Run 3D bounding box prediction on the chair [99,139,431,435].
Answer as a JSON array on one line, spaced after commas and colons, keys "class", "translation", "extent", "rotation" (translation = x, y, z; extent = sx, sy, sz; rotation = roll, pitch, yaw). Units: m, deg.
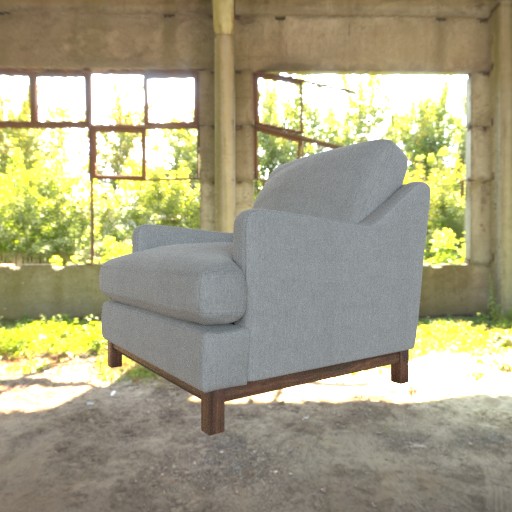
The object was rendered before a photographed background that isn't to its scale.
[{"class": "chair", "translation": [0.000, 0.000, 1.563], "extent": [0.892, 0.821, 0.826], "rotation": [0, 0, -35]}]
